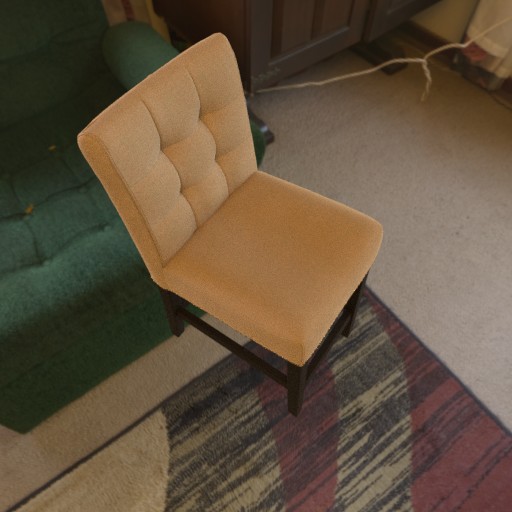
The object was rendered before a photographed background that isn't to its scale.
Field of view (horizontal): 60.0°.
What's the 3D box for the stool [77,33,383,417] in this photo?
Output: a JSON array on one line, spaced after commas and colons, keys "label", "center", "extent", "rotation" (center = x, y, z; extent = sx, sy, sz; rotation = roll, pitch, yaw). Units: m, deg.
[{"label": "stool", "center": [0.000, 0.000, 1.184], "extent": [0.571, 0.885, 0.427], "rotation": [31, 62, 19]}]
